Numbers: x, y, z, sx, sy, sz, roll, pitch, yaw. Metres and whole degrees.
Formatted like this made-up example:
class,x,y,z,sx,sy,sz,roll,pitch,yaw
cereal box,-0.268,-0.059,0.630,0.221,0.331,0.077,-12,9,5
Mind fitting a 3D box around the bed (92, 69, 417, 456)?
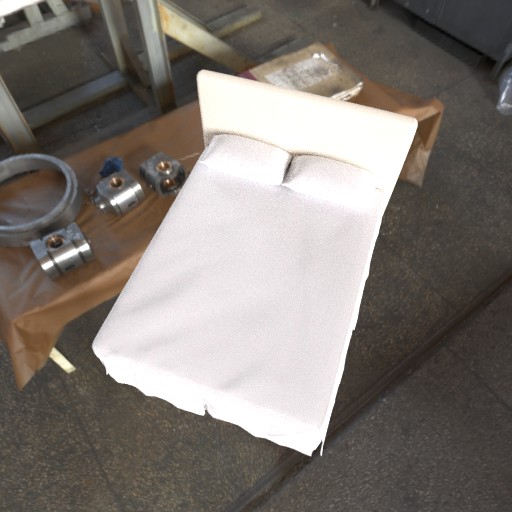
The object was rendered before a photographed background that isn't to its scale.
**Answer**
class,x,y,z,sx,sy,sz,roll,pitch,yaw
bed,0.000,0.000,3.230,1.713,1.330,2.142,17,60,10
